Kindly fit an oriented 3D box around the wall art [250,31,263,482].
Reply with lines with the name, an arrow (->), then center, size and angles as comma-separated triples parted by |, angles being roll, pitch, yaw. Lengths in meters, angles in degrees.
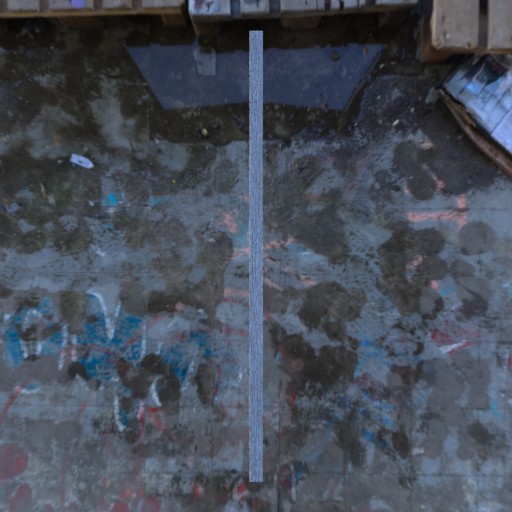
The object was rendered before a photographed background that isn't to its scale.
wall art -> 0.000, 0.000, 1.015 | 0.020, 0.685, 0.685 | 0, 90, 0
